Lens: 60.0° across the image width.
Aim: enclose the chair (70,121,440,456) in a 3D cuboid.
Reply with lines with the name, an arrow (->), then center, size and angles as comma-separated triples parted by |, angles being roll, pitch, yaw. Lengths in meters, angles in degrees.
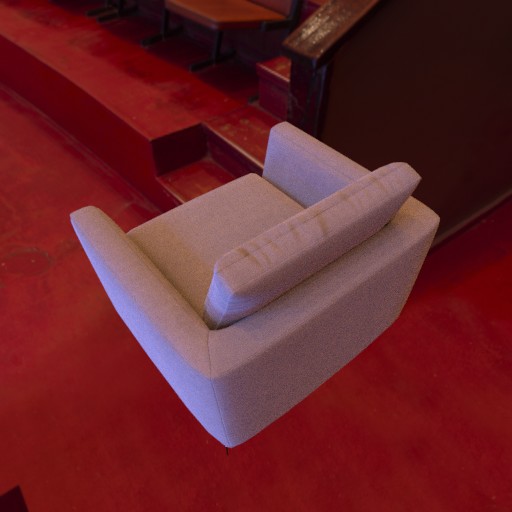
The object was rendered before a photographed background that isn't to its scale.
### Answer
chair -> 0.000, 0.000, 1.694 | 1.041, 0.864, 0.889 | -30, 53, -26
